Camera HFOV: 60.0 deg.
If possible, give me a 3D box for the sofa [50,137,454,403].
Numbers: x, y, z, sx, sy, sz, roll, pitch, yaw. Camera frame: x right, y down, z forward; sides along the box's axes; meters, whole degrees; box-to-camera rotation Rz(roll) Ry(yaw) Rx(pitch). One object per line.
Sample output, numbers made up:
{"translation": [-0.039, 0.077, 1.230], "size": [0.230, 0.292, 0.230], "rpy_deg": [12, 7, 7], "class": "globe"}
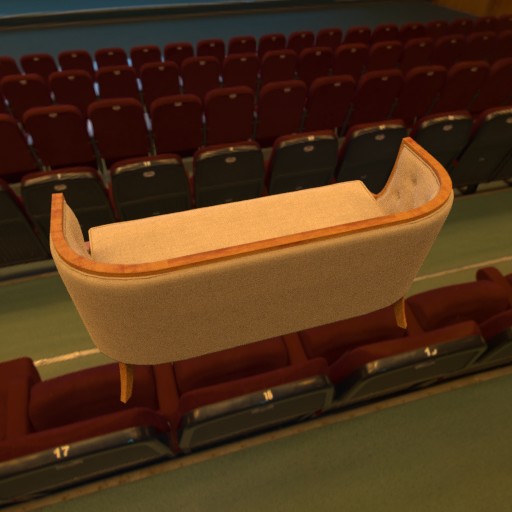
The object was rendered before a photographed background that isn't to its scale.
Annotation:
{"translation": [0.000, 0.000, 1.909], "size": [1.474, 0.775, 0.770], "rpy_deg": [-12, 44, -12], "class": "sofa"}
